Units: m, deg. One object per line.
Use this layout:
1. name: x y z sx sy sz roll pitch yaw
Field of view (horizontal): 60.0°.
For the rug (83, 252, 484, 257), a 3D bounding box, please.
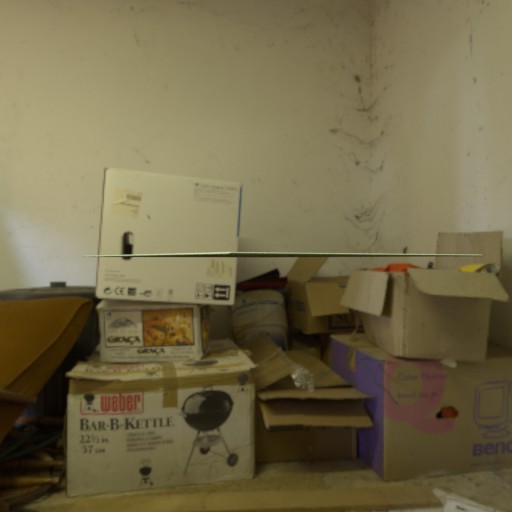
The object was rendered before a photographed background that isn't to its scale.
1. rug: 0.000 0.000 4.081 2.363 0.012 2.980 0 -1 -34
